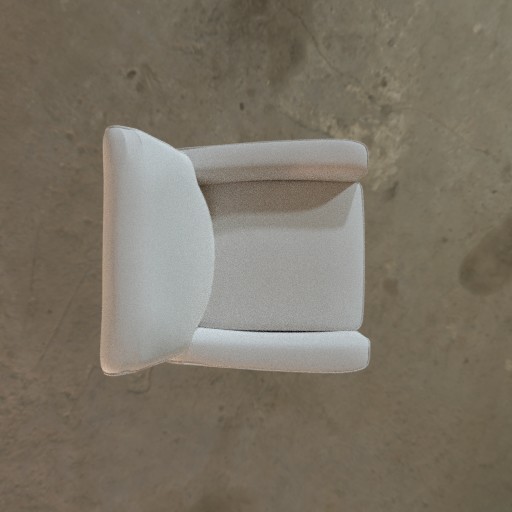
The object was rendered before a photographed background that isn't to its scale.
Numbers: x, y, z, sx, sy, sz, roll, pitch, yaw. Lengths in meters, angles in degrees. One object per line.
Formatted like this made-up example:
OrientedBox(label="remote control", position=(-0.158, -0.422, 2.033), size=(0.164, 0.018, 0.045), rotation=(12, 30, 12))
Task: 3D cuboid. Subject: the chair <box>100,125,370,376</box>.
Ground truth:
OrientedBox(label="chair", position=(0.000, 0.000, 1.669), size=(0.858, 1.028, 0.841), rotation=(0, 89, 0))
